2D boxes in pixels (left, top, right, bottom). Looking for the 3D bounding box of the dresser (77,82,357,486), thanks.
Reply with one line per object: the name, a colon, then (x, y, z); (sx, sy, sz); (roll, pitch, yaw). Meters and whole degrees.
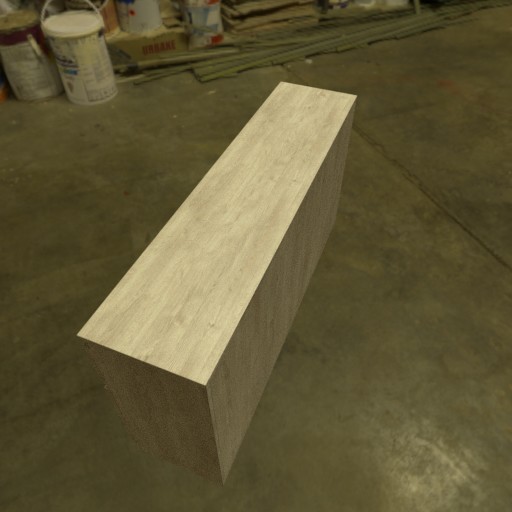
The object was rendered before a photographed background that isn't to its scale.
dresser: (0.000, 0.000, 1.918); (0.390, 0.795, 1.590); (16, 49, 15)
